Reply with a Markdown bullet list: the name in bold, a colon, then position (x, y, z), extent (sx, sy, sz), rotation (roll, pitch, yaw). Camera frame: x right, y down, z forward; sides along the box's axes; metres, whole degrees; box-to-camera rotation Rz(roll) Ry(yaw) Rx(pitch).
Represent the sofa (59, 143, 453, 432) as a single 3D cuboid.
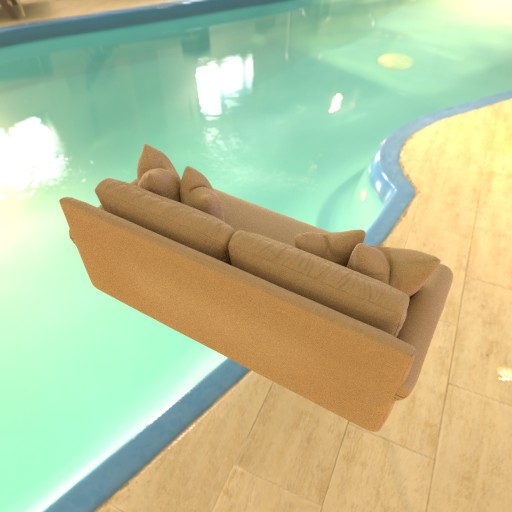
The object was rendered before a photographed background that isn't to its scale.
- **sofa**: position (0.000, 0.000, 2.849), extent (2.285, 0.904, 1.067), rotation (22, 49, 21)
